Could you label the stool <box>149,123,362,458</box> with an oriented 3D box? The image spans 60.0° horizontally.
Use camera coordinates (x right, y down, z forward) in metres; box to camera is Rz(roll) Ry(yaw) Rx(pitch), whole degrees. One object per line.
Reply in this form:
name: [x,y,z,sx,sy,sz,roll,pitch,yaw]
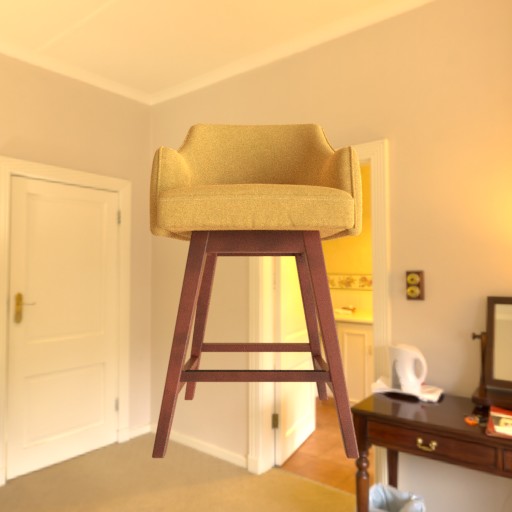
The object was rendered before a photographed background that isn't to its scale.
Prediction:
stool: [0.000,0.000,1.273,0.548,0.924,0.558,0,-2,0]
